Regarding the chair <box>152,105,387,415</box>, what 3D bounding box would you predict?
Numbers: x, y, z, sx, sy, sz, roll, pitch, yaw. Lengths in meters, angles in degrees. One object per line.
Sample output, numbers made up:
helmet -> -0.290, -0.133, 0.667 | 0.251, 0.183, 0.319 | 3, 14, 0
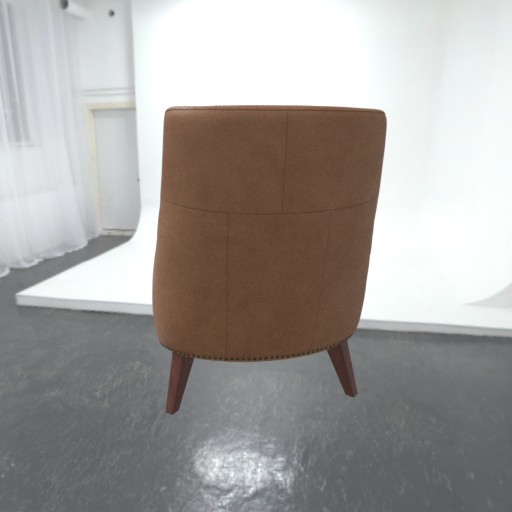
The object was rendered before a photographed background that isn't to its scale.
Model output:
chair -> 0.000, 0.000, 1.502 | 0.701, 0.909, 0.861 | -2, 14, -9
